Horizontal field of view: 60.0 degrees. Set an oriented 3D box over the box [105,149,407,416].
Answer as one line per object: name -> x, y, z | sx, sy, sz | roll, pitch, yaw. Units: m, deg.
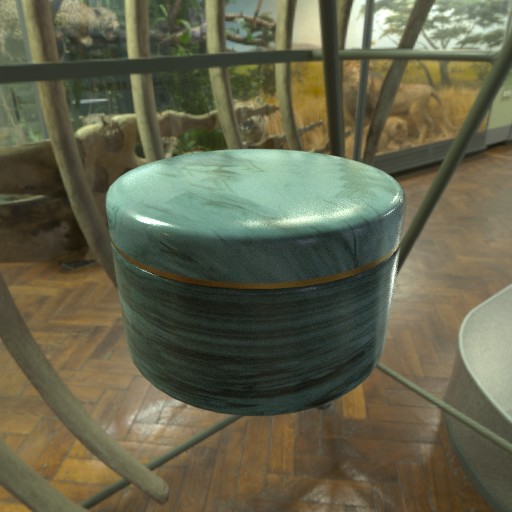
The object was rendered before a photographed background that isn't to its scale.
box -> 0.000, 0.000, 0.167 | 0.101, 0.063, 0.101 | 0, 26, 0
